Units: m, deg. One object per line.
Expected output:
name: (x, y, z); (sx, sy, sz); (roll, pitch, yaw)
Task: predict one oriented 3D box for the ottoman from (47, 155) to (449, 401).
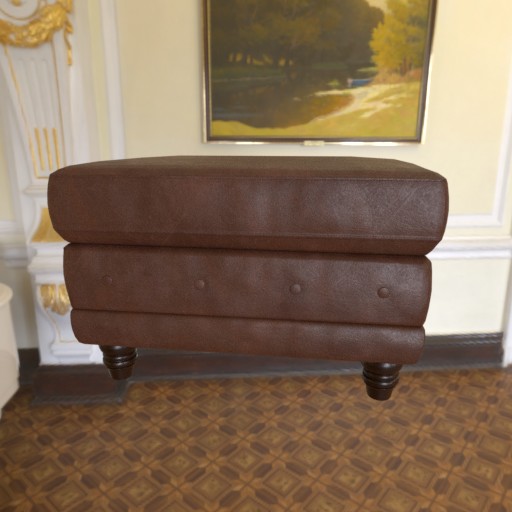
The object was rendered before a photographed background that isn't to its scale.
ottoman: (0.000, 0.000, 1.170); (0.795, 0.509, 0.588); (2, 15, 8)
